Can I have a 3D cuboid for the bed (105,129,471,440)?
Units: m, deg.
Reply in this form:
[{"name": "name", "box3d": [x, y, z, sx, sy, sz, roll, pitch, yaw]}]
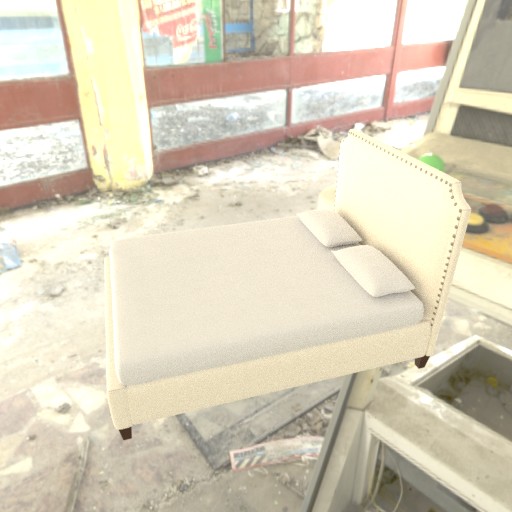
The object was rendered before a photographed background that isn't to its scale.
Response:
[{"name": "bed", "box3d": [0.000, 0.000, 3.481, 2.372, 1.497, 1.712, -9, 31, -15]}]
